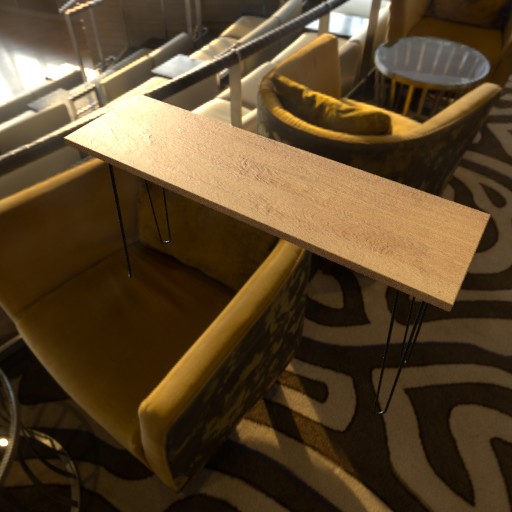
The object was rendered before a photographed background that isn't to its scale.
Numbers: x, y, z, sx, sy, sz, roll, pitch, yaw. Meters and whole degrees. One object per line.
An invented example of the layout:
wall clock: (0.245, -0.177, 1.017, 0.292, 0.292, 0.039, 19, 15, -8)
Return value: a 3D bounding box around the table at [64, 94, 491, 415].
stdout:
table: (0.000, 0.000, 1.748, 1.400, 0.799, 0.399, 25, 51, 22)
